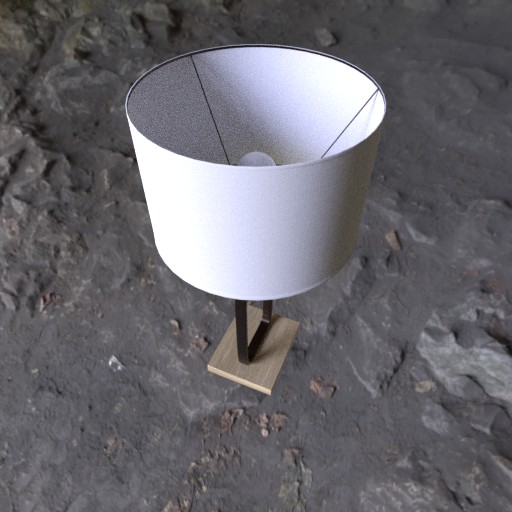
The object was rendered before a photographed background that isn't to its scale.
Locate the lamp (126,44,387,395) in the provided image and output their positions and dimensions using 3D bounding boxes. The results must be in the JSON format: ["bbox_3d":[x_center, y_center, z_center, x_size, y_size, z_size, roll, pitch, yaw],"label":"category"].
[{"bbox_3d":[0.000,0.000,0.665,0.279,0.508,0.279,17,48,16],"label":"lamp"}]
